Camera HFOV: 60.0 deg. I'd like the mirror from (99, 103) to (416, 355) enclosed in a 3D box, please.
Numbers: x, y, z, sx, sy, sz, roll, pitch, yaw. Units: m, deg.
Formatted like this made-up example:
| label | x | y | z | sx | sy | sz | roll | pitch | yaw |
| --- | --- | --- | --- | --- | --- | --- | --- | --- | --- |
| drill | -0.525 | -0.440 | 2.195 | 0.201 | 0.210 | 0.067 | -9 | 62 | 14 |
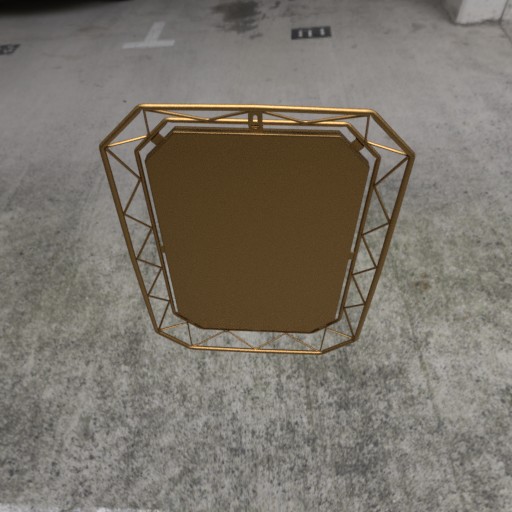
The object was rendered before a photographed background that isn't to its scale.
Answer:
| label | x | y | z | sx | sy | sz | roll | pitch | yaw |
| --- | --- | --- | --- | --- | --- | --- | --- | --- | --- |
| mirror | 0.000 | 0.000 | 0.742 | 0.417 | 0.566 | 0.042 | 2 | 48 | 2 |
